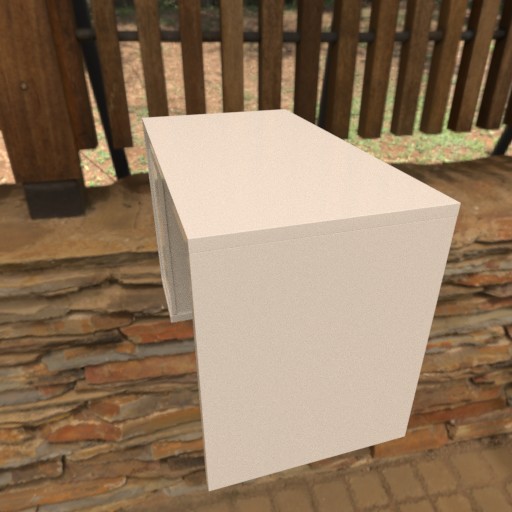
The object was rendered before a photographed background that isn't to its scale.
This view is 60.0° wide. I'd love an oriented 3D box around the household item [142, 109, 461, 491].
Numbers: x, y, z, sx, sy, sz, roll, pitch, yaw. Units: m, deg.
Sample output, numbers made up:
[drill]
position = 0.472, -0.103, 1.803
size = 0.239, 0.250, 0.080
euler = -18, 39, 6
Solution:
[household item]
position = 0.000, 0.000, 1.529
size = 0.597, 0.749, 1.100
euler = -8, 30, -15
